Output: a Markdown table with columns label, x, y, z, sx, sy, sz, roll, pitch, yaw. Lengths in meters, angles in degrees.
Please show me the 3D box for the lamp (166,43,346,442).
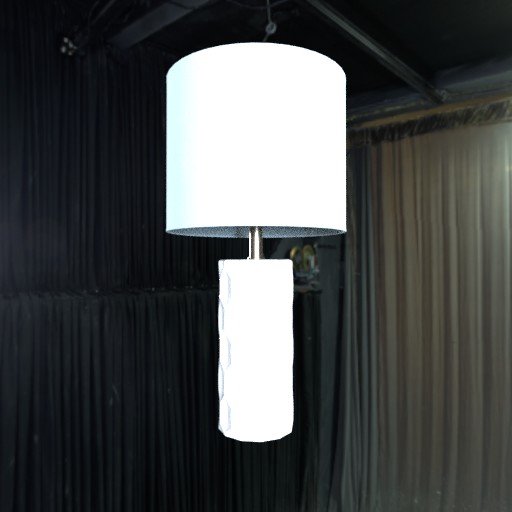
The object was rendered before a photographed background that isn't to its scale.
| label | x | y | z | sx | sy | sz | roll | pitch | yaw |
| --- | --- | --- | --- | --- | --- | --- | --- | --- | --- |
| lamp | 0.000 | 0.000 | 0.693 | 0.277 | 0.534 | 0.277 | -1 | -1 | 37 |
